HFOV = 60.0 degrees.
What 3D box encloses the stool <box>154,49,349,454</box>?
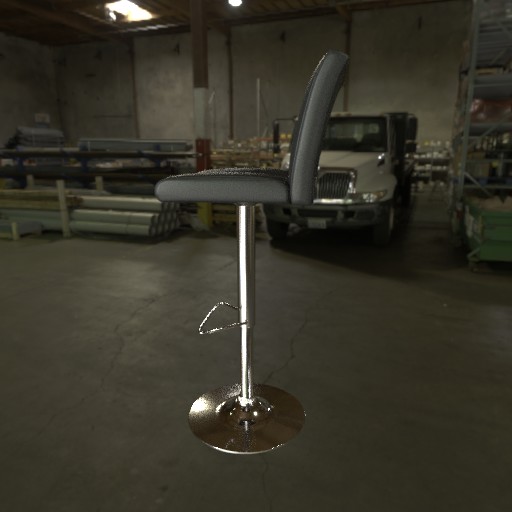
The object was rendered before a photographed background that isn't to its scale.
[{"bbox_3d":[0.000,0.000,1.420,0.520,1.151,0.415,2,14,9],"label":"stool"}]
